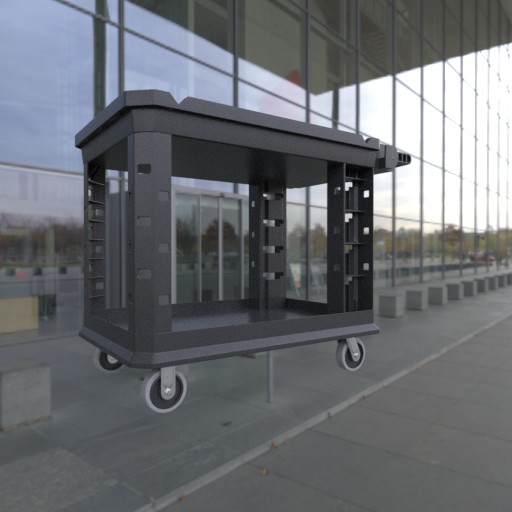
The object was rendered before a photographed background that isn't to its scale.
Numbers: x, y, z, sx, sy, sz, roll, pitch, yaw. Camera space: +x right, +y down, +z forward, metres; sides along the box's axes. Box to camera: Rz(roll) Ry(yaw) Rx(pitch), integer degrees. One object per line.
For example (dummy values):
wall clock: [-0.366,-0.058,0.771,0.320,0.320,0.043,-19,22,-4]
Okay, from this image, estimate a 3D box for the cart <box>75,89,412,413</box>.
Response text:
cart: [0.000,0.000,1.758,1.239,0.884,0.674,0,1,-35]
